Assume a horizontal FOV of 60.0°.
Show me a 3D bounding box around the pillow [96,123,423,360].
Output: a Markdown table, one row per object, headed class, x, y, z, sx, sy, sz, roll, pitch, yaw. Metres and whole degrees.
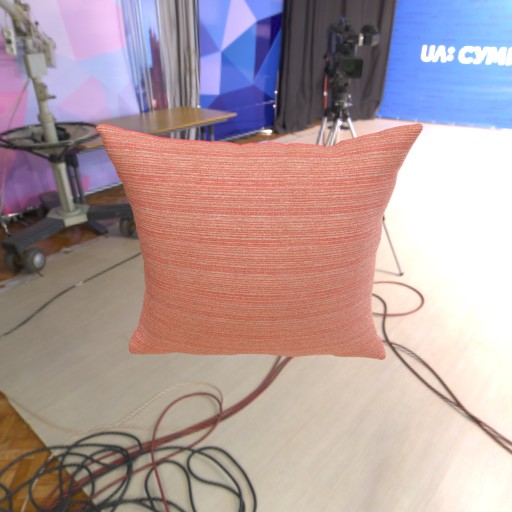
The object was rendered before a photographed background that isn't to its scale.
| class | x | y | z | sx | sy | sz | roll | pitch | yaw |
| --- | --- | --- | --- | --- | --- | --- | --- | --- | --- |
| pillow | 0.000 | 0.000 | 0.844 | 0.559 | 0.501 | 0.229 | 1 | 30 | 2 |
